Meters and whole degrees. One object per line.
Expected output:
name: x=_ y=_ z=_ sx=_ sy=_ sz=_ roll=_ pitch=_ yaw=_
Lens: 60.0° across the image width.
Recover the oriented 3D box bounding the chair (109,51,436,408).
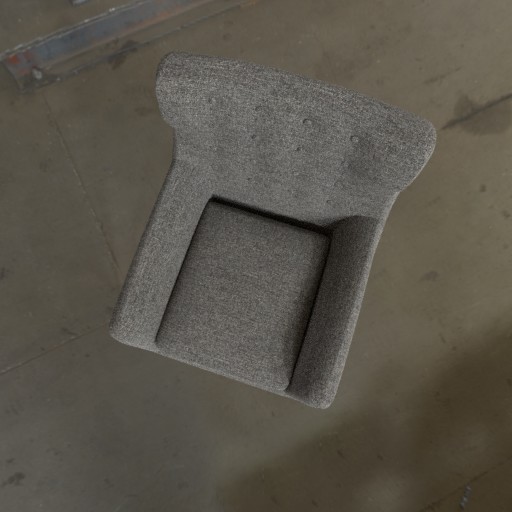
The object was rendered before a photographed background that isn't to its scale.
chair: x=0.000 y=0.000 z=1.721 sx=0.889 sy=1.039 sz=0.940 roll=17 pitch=76 yaw=5
